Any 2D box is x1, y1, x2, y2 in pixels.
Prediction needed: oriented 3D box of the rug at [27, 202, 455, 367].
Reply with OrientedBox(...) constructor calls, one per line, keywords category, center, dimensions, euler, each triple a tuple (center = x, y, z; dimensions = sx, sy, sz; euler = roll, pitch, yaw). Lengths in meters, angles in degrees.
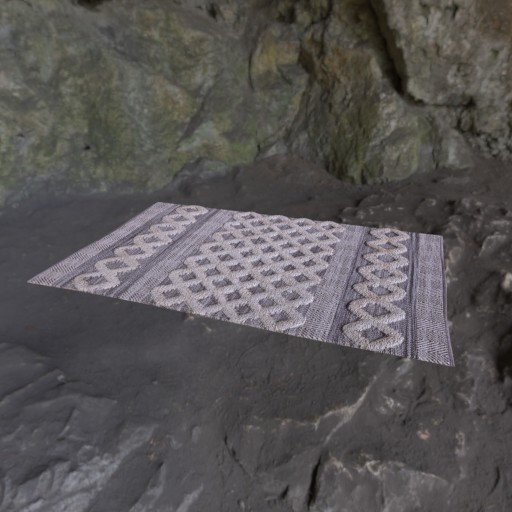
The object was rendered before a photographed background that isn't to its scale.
OrientedBox(category="rug", center=(0.000, 0.000, 2.892), dimensions=(2.333, 0.033, 1.513), euler=(8, 27, 17))
